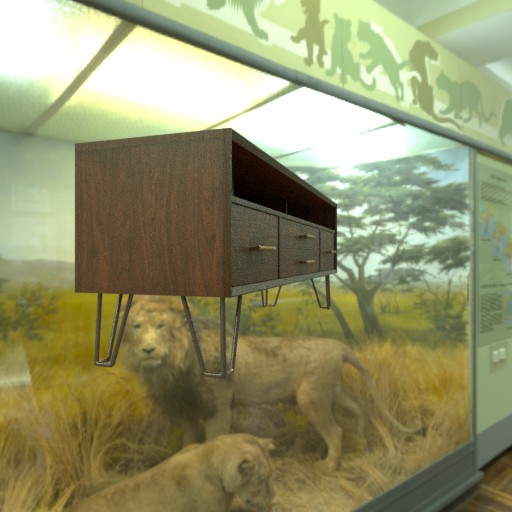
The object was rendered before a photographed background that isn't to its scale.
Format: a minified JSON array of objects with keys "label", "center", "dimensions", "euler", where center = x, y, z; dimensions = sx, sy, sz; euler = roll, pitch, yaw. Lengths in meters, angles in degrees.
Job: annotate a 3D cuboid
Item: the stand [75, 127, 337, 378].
[{"label":"stand","center":[0.000,0.000,1.892],"dimensions":[0.481,0.610,1.626],"euler":[0,0,19]}]
